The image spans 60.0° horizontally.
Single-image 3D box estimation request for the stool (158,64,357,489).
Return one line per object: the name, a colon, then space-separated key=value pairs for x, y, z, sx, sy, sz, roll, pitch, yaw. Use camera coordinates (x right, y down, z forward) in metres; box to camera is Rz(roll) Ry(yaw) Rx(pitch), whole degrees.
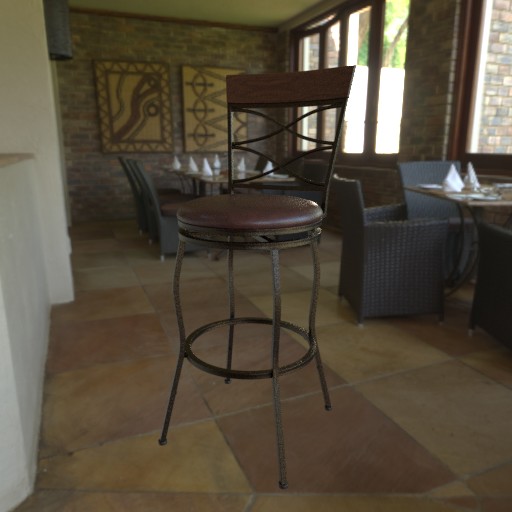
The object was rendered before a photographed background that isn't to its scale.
stool: x=0.000 y=0.000 z=1.363 sx=0.448 sy=1.130 sz=0.513 roll=7 pitch=15 yaw=25
